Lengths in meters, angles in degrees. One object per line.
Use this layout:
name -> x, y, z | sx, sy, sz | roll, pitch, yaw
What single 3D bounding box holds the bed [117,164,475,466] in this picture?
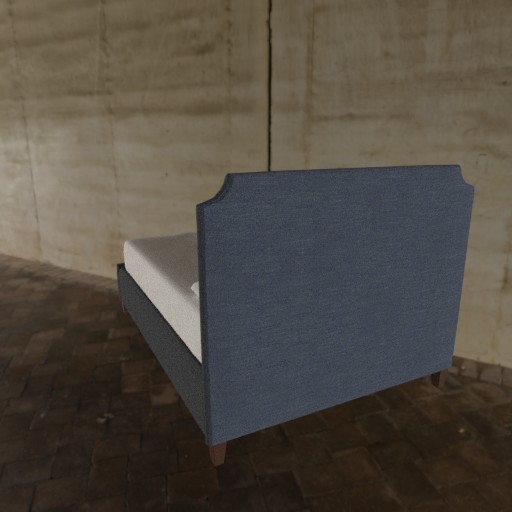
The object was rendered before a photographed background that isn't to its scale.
bed -> 0.000, 0.000, 3.356 | 1.713, 1.443, 2.372 | -8, 17, -26
